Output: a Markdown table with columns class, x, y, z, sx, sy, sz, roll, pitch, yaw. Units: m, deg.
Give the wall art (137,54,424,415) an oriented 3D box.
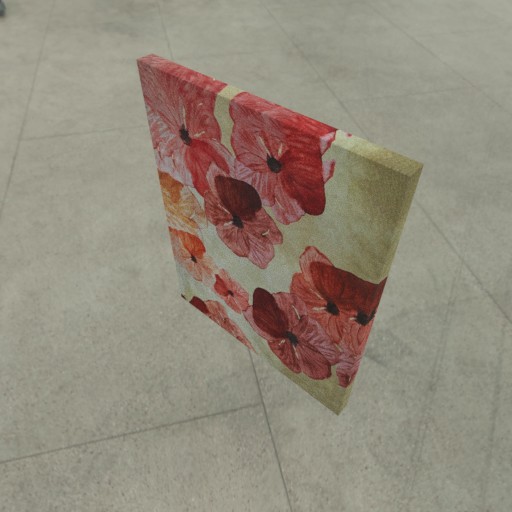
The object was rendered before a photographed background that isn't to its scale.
| class | x | y | z | sx | sy | sz | roll | pitch | yaw |
| --- | --- | --- | --- | --- | --- | --- | --- | --- | --- |
| wall art | 0.000 | 0.000 | 0.694 | 0.406 | 0.508 | 0.028 | 32 | 54 | 27 |
